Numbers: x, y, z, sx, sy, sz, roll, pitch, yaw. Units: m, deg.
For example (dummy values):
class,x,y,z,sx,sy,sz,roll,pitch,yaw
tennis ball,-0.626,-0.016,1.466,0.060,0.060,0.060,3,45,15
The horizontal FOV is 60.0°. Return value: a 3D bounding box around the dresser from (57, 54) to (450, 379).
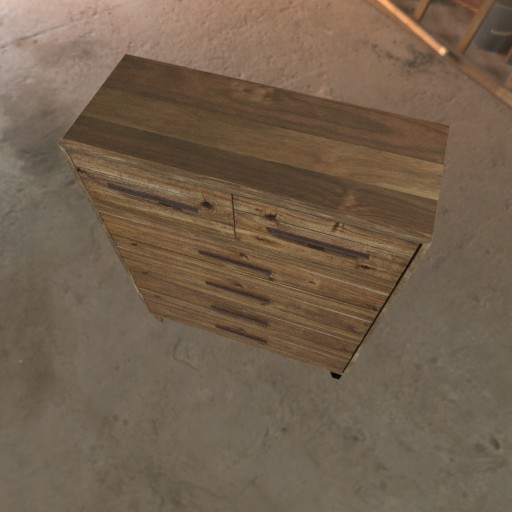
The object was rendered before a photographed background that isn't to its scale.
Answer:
class,x,y,z,sx,sy,sz,roll,pitch,yaw
dresser,0.000,0.000,1.889,1.062,1.393,0.442,16,61,9
